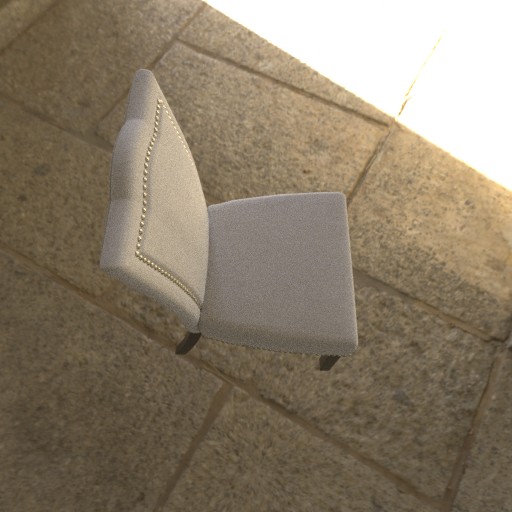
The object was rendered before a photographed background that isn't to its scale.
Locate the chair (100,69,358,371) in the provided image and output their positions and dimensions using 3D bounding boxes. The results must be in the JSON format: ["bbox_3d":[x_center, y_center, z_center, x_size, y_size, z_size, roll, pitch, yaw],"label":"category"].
[{"bbox_3d":[0.000,0.000,1.291,0.589,0.946,0.518,1,65,0],"label":"chair"}]
